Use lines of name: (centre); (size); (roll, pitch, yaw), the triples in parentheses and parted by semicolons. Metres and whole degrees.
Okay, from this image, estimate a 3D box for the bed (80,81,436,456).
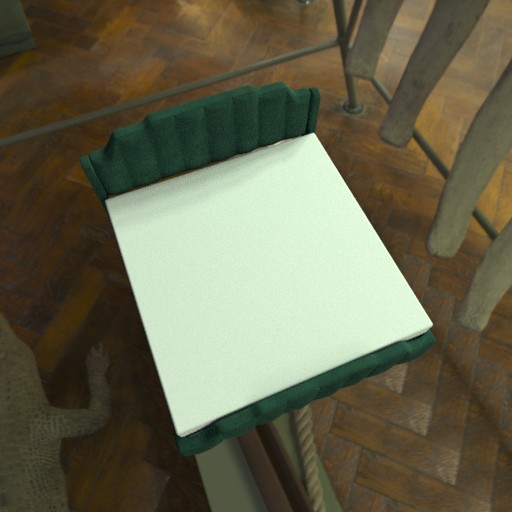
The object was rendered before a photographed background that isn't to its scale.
bed: (0.000, 0.000, 3.543); (2.074, 1.245, 2.340); (-20, 65, -10)
